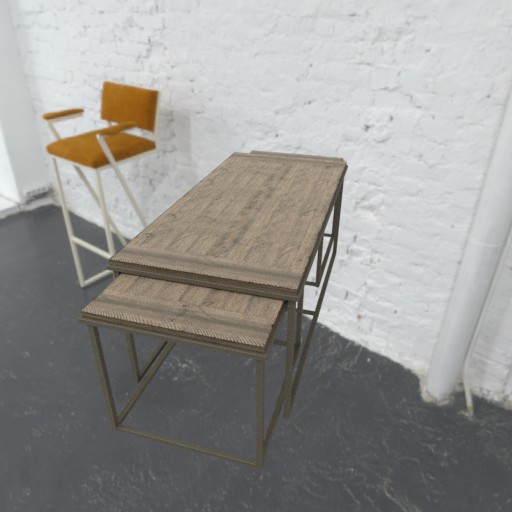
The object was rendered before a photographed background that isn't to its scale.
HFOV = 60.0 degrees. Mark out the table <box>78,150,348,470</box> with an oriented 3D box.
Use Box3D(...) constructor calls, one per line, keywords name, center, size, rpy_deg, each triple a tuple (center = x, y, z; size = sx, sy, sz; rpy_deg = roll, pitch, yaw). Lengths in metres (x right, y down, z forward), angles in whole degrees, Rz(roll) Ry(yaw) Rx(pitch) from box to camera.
Box3D(name="table", center=(0.000, 0.000, 1.550), size=(0.489, 0.427, 1.312), rpy_deg=(8, 31, 14))
